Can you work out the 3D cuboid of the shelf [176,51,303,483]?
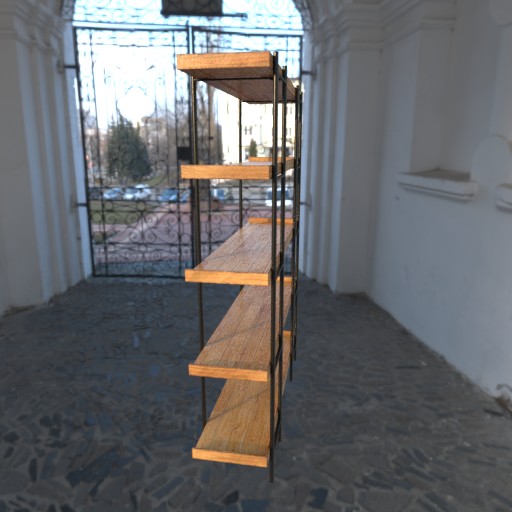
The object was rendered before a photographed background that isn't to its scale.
[{"bbox_3d":[0.000,0.000,2.426,0.379,1.826,1.371,2,14,10],"label":"shelf"}]
